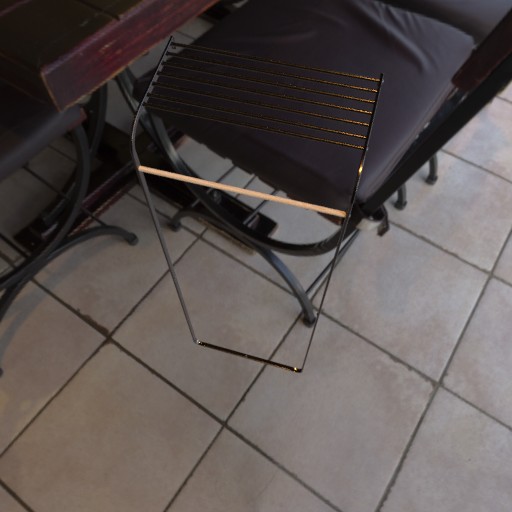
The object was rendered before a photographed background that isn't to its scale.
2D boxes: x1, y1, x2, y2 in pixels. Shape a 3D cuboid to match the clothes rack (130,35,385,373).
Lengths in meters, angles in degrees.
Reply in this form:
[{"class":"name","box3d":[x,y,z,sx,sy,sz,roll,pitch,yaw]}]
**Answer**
[{"class":"clothes rack","box3d":[0.000,0.000,1.795,0.609,1.574,0.349,14,60,8]}]
